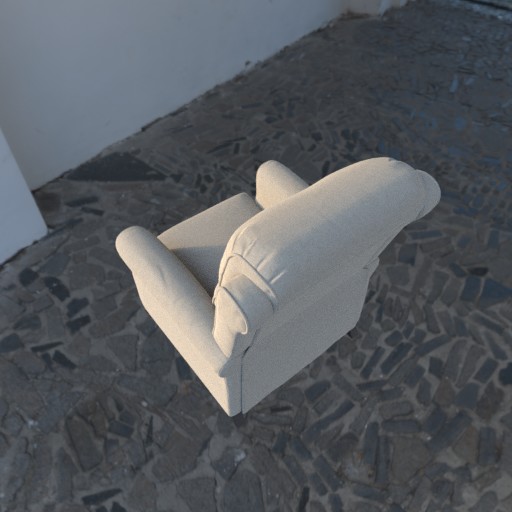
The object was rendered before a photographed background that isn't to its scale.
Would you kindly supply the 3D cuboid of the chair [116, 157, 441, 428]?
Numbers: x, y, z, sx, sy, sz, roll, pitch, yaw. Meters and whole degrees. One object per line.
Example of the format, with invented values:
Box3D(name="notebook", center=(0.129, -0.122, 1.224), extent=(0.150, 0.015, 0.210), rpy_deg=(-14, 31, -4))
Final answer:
Box3D(name="chair", center=(0.000, 0.000, 1.774), extent=(0.859, 1.046, 0.919), rpy_deg=(-31, 54, -25))
